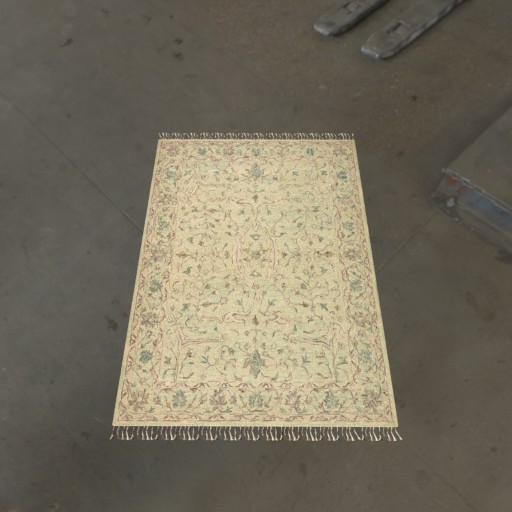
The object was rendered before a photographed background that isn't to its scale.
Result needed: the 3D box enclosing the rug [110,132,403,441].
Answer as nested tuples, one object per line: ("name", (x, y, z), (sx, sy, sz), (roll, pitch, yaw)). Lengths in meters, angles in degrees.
("rug", (0.000, 0.000, 2.321), (1.247, 0.008, 1.802), (0, 59, 0))
